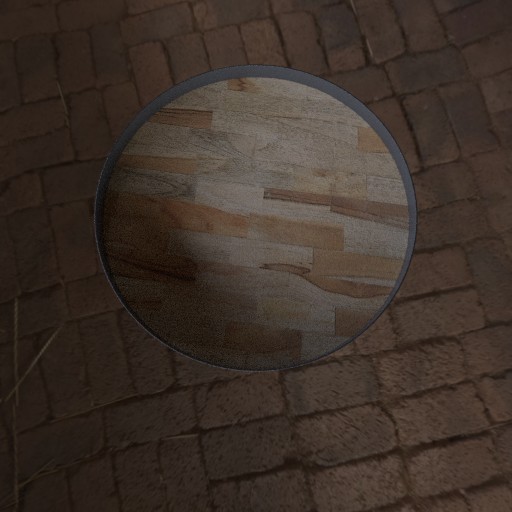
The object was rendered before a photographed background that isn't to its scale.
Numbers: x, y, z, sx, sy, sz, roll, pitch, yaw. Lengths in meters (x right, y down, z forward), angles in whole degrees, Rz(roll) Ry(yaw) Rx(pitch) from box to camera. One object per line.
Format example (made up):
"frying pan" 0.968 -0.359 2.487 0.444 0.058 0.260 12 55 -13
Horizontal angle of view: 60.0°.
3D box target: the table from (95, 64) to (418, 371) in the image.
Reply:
"table" 0.000 0.000 0.831 0.406 0.559 0.406 0 77 0
